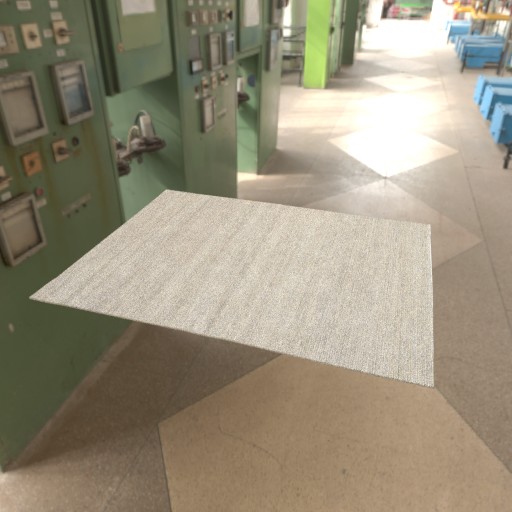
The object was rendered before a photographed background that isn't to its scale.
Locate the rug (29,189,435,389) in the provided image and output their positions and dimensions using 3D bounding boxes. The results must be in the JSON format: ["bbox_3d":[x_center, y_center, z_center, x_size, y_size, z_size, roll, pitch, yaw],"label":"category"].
[{"bbox_3d":[0.000,0.000,4.801,3.626,0.051,2.757,10,32,15],"label":"rug"}]
